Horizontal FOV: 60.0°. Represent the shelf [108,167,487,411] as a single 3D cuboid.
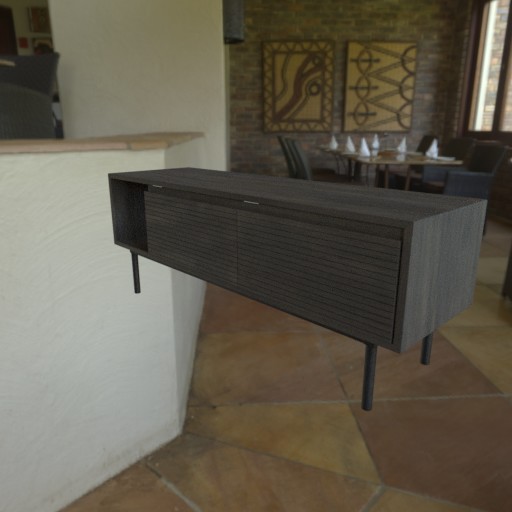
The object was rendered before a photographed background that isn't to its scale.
[{"bbox_3d":[0.000,0.000,1.523,0.400,0.495,1.300,-15,22,-42],"label":"shelf"}]
